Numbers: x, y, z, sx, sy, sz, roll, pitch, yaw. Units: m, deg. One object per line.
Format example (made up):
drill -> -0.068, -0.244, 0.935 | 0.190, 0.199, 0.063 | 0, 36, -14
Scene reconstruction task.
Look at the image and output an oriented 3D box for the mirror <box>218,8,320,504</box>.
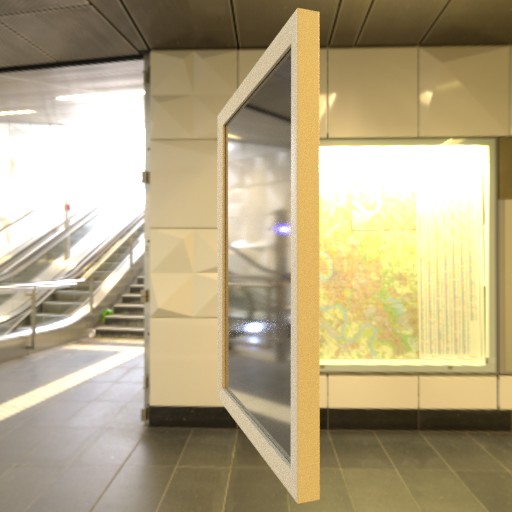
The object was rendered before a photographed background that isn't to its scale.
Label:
mirror -> 0.000, 0.000, 0.881 | 0.040, 0.710, 0.507 | 0, 0, -18
